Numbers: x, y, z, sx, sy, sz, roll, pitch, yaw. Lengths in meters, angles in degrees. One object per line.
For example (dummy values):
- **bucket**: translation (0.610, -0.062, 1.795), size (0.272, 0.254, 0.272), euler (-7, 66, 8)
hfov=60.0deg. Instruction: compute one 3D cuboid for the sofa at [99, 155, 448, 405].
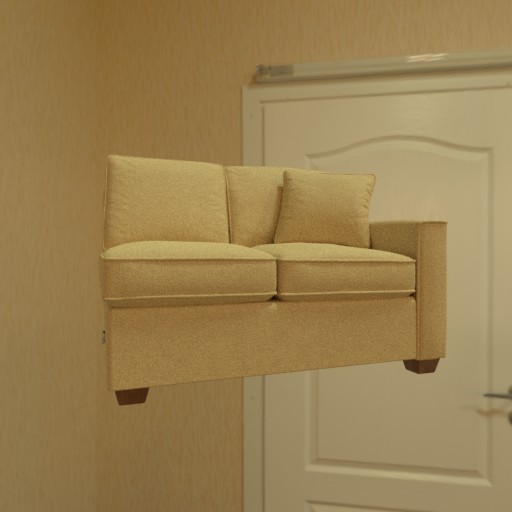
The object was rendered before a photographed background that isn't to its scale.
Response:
- **sofa**: translation (0.000, 0.000, 2.073), size (1.388, 0.989, 0.991), euler (0, 0, -19)
